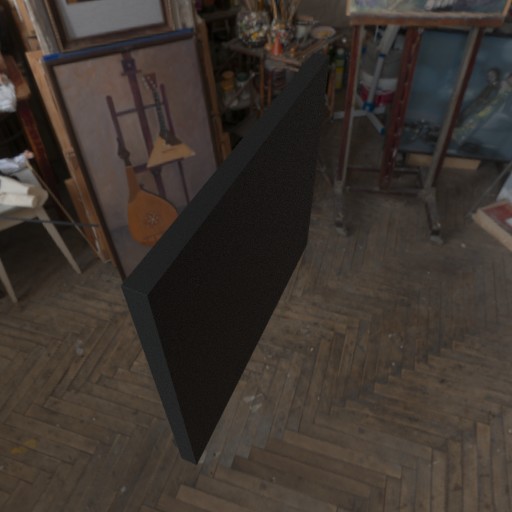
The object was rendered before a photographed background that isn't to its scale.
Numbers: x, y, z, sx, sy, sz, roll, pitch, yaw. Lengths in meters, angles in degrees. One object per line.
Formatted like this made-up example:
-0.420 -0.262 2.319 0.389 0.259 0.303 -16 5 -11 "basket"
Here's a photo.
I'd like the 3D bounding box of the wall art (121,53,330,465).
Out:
0.000 0.000 0.745 0.029 0.457 0.558 18 50 16 "wall art"
